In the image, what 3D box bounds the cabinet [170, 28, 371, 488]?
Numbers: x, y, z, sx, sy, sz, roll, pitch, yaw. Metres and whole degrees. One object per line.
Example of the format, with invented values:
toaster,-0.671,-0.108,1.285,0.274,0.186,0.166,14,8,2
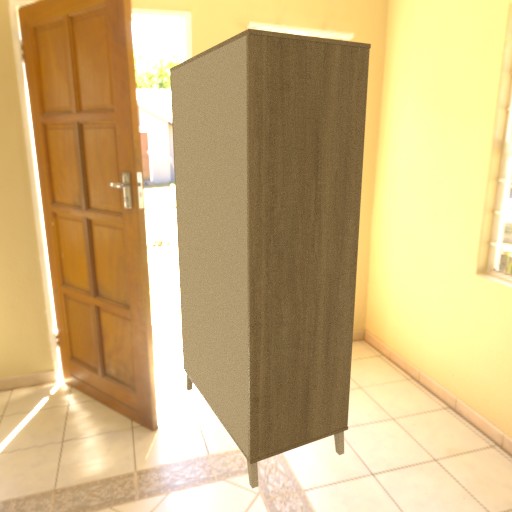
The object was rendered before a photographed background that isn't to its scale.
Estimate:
cabinet,0.000,0.000,2.416,0.571,1.999,1.006,-7,16,-26
